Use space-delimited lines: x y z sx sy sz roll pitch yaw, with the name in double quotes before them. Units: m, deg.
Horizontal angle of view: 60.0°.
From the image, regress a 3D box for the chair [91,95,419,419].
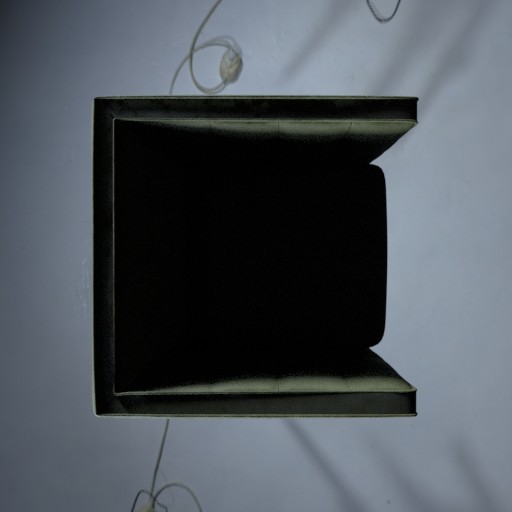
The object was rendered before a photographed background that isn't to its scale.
"chair" 0.000 0.000 1.547 0.894 0.790 0.880 0 90 0
